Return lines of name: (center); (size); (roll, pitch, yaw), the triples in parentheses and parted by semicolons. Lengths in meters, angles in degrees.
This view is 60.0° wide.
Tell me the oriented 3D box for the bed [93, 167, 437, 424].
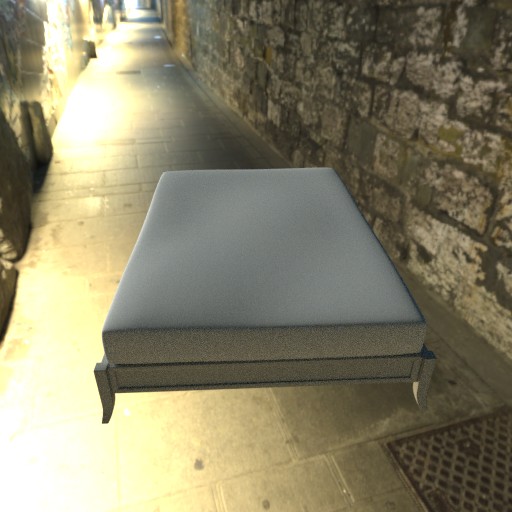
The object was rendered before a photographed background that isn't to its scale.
bed: (0.000, 0.000, 2.704); (1.460, 0.510, 1.985); (-1, 30, -3)
